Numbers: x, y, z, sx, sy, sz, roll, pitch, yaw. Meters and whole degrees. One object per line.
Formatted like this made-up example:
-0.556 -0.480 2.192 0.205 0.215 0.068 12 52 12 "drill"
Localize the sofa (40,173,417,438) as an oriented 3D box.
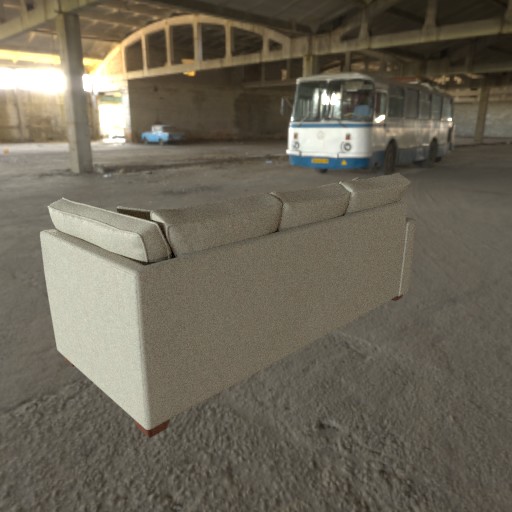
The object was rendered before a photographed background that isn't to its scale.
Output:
0.000 0.000 2.872 1.061 0.962 2.317 16 23 43 "sofa"
